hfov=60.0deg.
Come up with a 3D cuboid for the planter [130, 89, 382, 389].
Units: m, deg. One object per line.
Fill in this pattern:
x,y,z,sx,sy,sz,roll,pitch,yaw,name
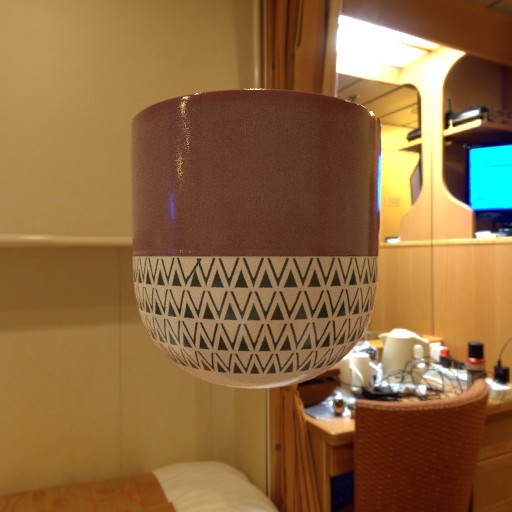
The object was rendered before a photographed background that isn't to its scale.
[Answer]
0.000,0.000,0.488,0.266,0.270,0.266,0,0,0,planter
